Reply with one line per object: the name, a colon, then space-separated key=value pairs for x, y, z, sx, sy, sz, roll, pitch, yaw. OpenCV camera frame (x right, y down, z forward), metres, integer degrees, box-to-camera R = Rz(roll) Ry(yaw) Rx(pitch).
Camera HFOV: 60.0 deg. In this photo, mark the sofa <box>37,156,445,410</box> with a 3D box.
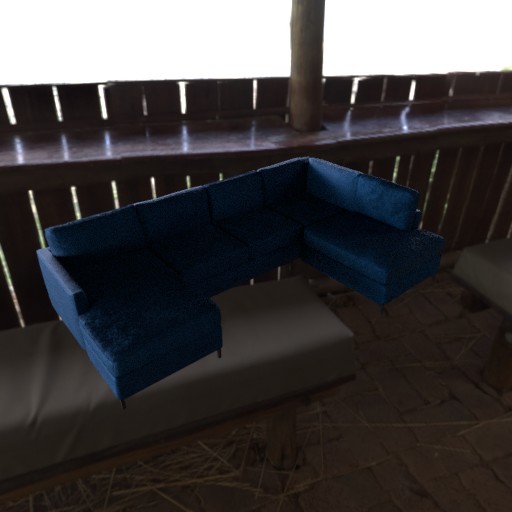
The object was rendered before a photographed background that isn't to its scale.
sofa: x=0.000 y=0.000 z=4.311 sx=3.434 sy=0.992 sz=2.055 roll=-22 pitch=37 yaw=-33
